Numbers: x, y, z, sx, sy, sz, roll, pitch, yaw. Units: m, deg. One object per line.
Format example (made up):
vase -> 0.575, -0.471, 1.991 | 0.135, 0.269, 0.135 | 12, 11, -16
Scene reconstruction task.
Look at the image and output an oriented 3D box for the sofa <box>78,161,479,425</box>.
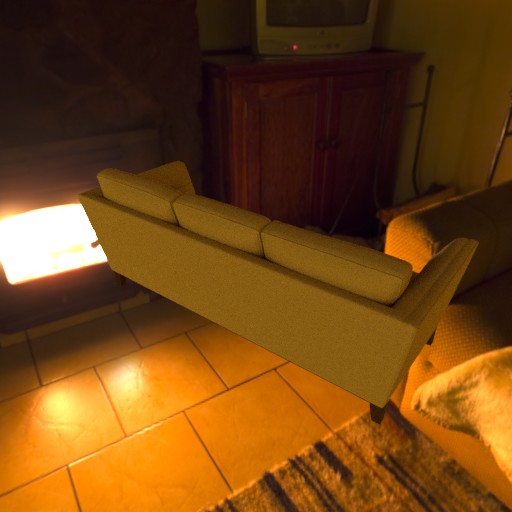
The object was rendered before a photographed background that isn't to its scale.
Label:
sofa -> 0.000, 0.000, 2.900 | 2.388, 0.940, 0.965 | 21, 36, 32
